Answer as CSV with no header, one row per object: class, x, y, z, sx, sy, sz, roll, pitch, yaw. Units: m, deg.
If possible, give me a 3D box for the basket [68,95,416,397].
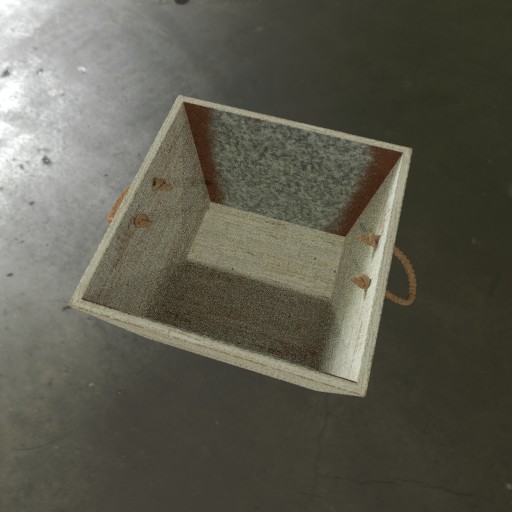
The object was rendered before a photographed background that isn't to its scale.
basket,0.000,0.000,0.778,0.545,0.247,0.413,15,64,8
